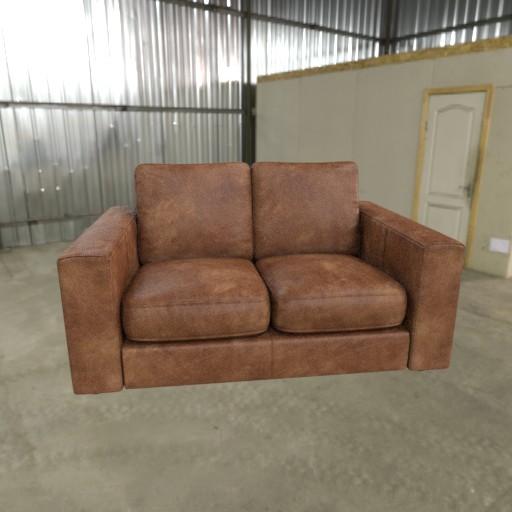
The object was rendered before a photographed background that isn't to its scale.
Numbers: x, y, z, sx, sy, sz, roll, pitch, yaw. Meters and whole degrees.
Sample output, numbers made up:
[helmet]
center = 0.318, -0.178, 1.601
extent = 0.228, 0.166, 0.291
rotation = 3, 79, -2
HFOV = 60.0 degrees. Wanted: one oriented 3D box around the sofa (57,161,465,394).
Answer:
[sofa]
center = 0.000, 0.000, 2.253
extent = 1.626, 0.889, 1.041
rotation = -2, 17, -7
